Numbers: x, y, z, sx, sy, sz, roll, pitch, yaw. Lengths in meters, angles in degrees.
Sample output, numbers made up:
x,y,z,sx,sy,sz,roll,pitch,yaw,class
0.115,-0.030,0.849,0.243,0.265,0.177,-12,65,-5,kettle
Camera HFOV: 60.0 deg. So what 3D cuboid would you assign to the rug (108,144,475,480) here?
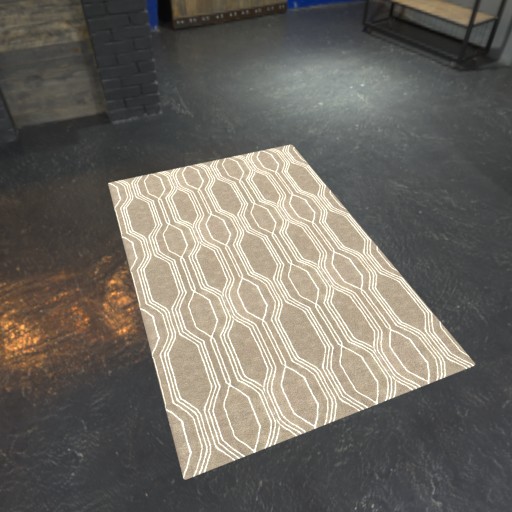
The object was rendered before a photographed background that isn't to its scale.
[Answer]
x,y,z,sx,sy,sz,roll,pitch,yaw,class
0.000,0.000,2.275,1.239,0.012,1.836,-15,47,-15,rug
